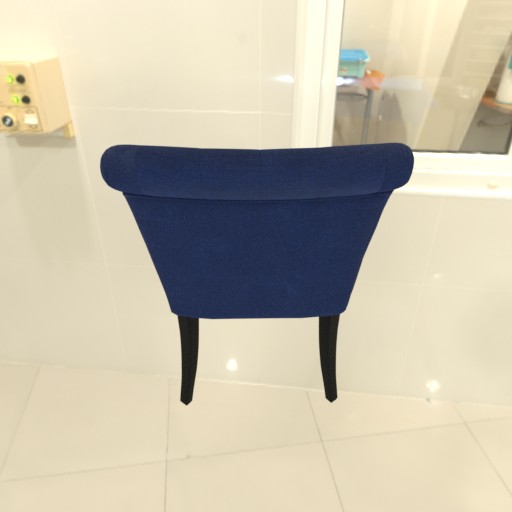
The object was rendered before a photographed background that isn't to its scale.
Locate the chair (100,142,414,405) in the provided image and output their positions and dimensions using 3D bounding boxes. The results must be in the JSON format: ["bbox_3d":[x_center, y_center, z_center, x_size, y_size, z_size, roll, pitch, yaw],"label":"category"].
[{"bbox_3d":[0.000,0.000,1.210,0.585,0.753,0.606,-1,31,-1],"label":"chair"}]
